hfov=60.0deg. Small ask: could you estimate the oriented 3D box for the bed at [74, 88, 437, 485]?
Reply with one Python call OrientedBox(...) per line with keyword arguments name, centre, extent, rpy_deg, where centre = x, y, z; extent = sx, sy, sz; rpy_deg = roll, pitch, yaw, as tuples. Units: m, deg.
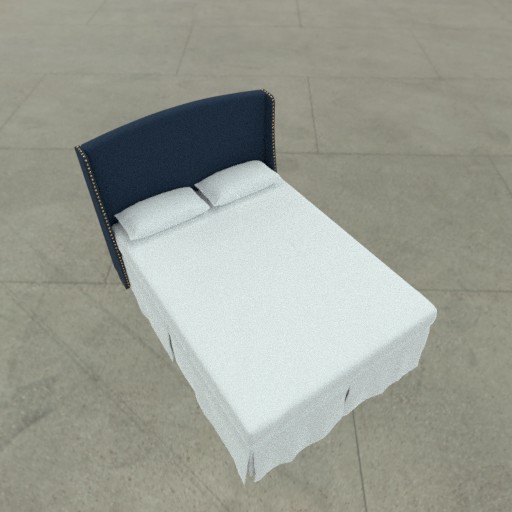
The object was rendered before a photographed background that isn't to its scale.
OrientedBox(name="bed", centre=(0.000, 0.000, 3.192), extent=(1.604, 1.402, 2.223), rpy_deg=(-26, 51, -23))
